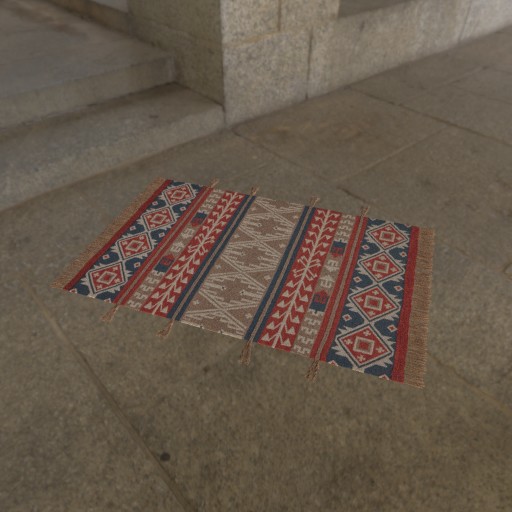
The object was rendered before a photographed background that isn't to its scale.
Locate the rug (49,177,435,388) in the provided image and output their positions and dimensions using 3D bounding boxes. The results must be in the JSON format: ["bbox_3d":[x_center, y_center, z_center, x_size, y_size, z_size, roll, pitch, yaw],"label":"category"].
[{"bbox_3d":[0.000,0.000,3.209,2.450,0.048,1.778,13,43,14],"label":"rug"}]
